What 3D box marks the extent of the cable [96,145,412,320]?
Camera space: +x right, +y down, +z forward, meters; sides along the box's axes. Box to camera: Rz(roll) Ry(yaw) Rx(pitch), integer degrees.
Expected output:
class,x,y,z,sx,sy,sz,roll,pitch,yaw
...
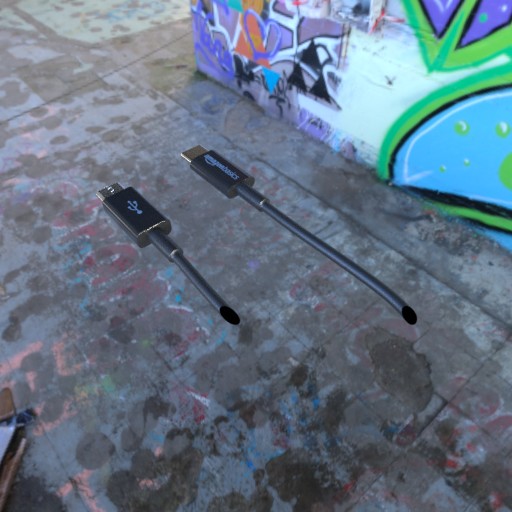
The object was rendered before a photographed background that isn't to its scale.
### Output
class,x,y,z,sx,sy,sz,roll,pitch,yaw
cable,0.000,0.000,0.113,0.040,0.006,0.098,-32,55,-27
